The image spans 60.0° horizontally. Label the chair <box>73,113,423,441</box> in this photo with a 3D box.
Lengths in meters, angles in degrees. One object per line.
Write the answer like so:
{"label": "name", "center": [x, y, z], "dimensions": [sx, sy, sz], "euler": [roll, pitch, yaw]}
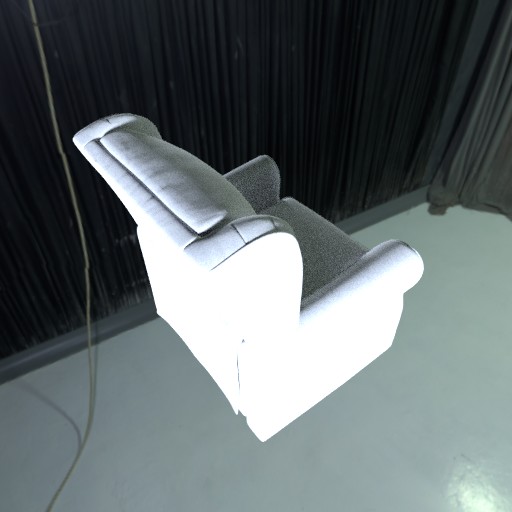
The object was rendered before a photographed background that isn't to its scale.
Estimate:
{"label": "chair", "center": [0.000, 0.000, 1.619], "dimensions": [0.854, 0.967, 0.906], "euler": [-26, 47, -27]}
